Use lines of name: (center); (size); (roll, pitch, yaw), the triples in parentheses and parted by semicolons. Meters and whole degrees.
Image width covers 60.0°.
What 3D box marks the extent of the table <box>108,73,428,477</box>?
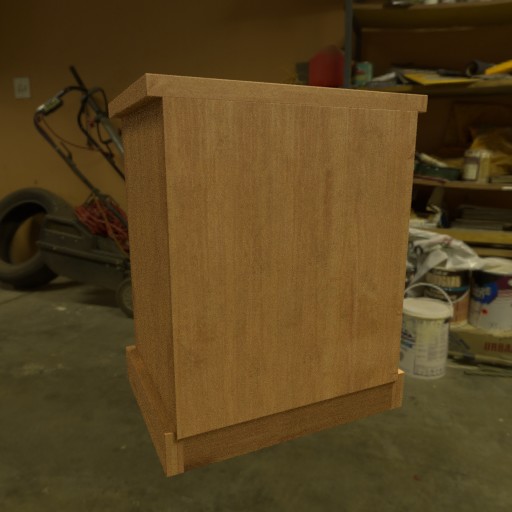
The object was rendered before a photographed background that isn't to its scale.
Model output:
table: (0.000, 0.000, 1.216); (0.660, 0.813, 0.500); (-6, 14, -25)
